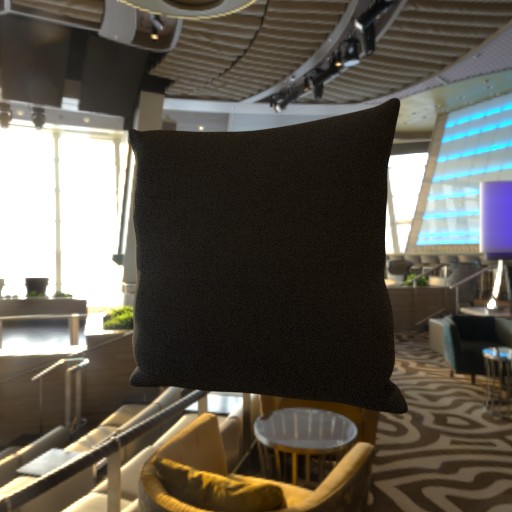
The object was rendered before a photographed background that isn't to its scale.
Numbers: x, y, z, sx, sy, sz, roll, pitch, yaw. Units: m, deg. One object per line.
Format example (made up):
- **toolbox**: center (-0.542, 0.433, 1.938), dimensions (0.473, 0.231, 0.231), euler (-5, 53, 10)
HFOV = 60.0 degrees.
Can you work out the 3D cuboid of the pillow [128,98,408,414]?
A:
- **pillow**: center (0.000, 0.000, 0.774), dimensions (0.503, 0.496, 0.208), euler (0, 0, 18)
